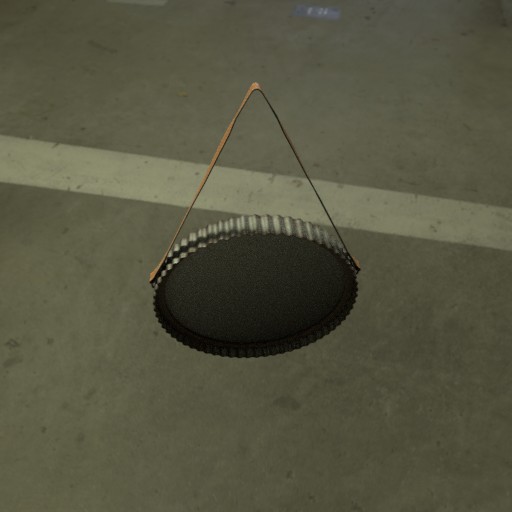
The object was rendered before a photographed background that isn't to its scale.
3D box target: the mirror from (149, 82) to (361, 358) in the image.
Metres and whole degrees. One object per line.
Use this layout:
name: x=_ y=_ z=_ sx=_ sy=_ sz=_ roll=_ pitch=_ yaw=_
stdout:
mirror: x=0.000 y=0.000 z=0.708 sx=0.355 sy=0.568 sz=0.042 roll=-4 pitch=47 yaw=-3
